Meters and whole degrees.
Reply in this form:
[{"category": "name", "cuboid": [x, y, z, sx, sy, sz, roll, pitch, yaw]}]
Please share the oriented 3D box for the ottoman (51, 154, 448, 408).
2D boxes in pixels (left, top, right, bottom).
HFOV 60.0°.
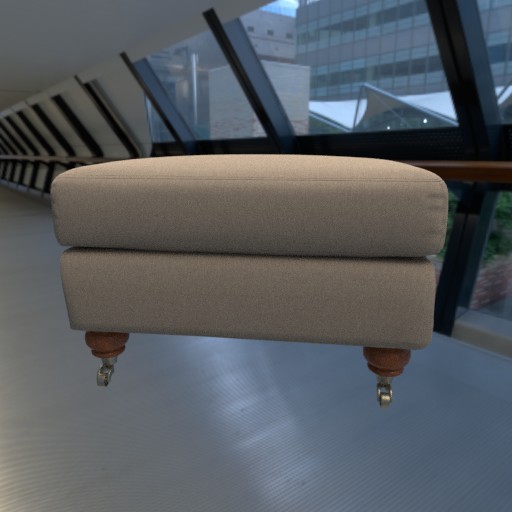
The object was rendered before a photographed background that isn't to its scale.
[{"category": "ottoman", "cuboid": [0.000, 0.000, 1.118, 0.773, 0.497, 0.574, 2, 14, 7]}]
